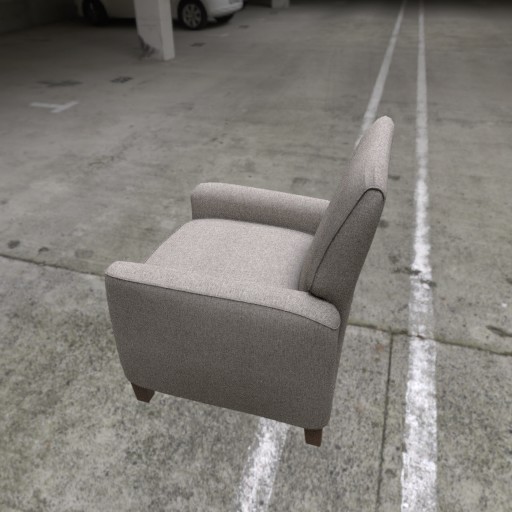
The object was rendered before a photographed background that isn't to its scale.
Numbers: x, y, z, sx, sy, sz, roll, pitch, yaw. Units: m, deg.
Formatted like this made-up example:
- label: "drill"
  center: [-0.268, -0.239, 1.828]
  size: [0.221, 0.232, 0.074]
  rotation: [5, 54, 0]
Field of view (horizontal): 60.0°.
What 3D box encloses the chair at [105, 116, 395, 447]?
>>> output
- label: "chair"
  center: [0.000, 0.000, 1.679]
  size: [0.864, 1.014, 0.848]
  rotation: [9, 32, 14]
